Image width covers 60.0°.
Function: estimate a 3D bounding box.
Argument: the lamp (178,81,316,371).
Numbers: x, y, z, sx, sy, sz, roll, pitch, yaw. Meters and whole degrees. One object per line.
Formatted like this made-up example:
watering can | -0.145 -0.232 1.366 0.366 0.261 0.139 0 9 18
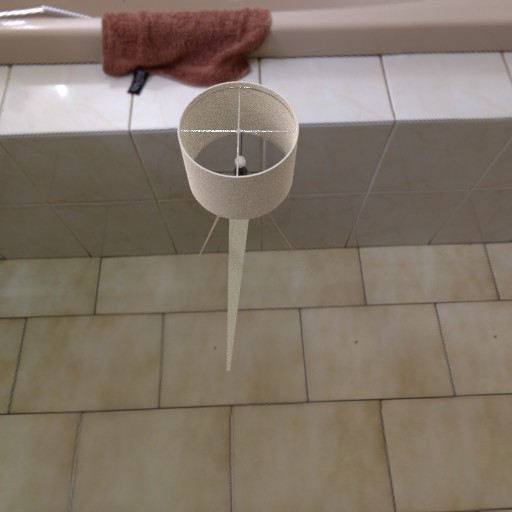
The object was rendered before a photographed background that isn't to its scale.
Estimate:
lamp | 0.000 0.000 1.934 0.724 1.524 0.716 0 65 0
